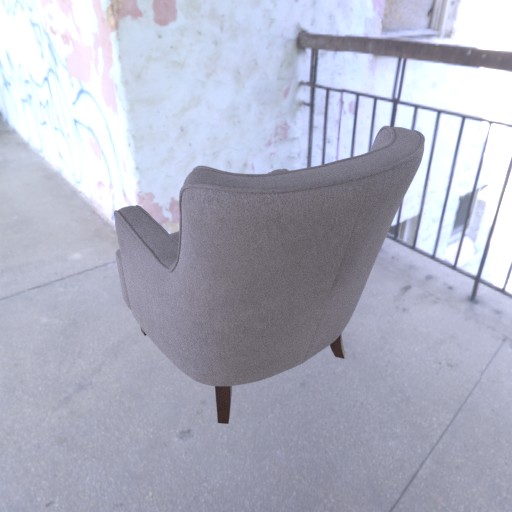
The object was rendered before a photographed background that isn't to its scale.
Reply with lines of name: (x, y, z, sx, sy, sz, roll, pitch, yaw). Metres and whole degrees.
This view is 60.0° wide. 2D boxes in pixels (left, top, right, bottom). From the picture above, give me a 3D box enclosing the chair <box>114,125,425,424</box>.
chair: (0.000, 0.000, 1.560, 0.781, 0.919, 0.910, -20, 36, -29)
